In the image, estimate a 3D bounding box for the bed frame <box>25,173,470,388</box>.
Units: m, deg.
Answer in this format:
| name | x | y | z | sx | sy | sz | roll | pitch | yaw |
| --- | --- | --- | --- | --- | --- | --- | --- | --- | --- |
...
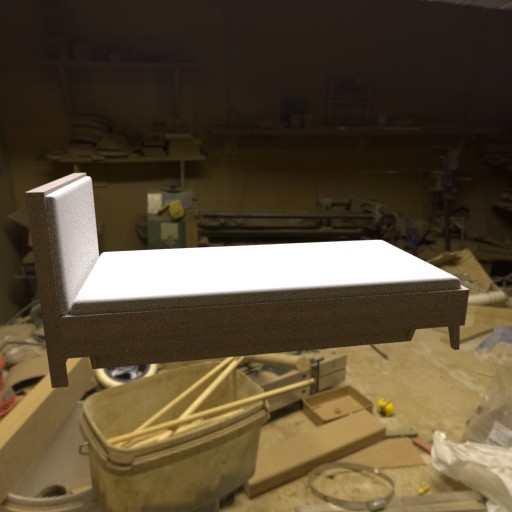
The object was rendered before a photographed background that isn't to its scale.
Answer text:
| name | x | y | z | sx | sy | sz | roll | pitch | yaw |
| --- | --- | --- | --- | --- | --- | --- | --- | --- | --- |
| bed frame | 0.000 | 0.000 | 2.624 | 2.140 | 0.920 | 0.990 | -3 | 15 | -10 |
